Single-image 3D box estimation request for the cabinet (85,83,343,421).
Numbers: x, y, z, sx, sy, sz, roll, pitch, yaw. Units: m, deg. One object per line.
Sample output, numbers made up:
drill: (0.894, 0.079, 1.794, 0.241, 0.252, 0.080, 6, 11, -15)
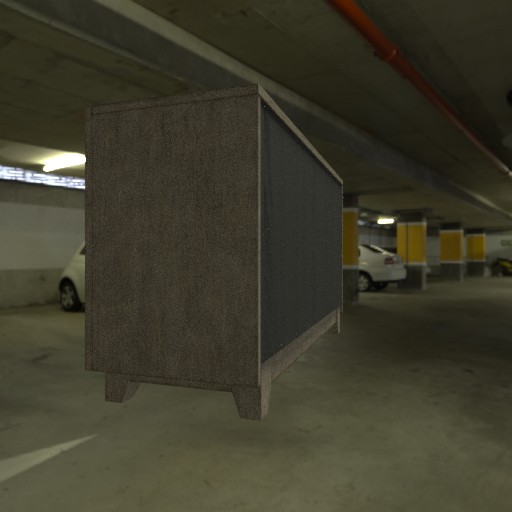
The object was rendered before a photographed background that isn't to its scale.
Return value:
cabinet: (0.000, 0.000, 1.830, 0.511, 0.825, 1.460, 0, 0, 19)
